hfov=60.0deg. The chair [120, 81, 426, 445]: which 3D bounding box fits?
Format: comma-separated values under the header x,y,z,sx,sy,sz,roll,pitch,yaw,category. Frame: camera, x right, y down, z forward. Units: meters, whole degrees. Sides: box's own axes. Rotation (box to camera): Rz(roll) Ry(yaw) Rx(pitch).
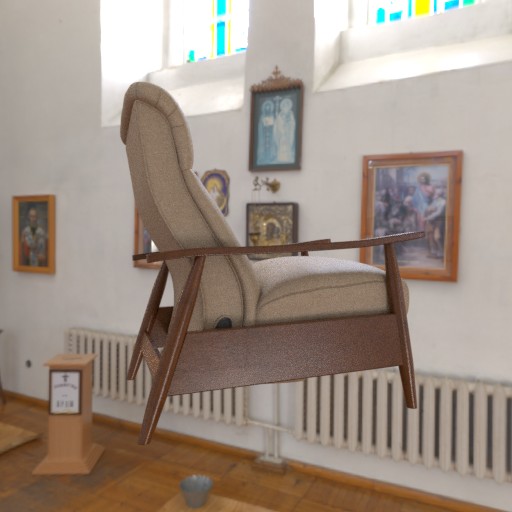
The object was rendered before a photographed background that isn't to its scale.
x,y,z,sx,sy,sz,roll,pitch,yaw,category
0.000,0.000,1.766,1.030,1.082,0.762,0,0,-19,chair
